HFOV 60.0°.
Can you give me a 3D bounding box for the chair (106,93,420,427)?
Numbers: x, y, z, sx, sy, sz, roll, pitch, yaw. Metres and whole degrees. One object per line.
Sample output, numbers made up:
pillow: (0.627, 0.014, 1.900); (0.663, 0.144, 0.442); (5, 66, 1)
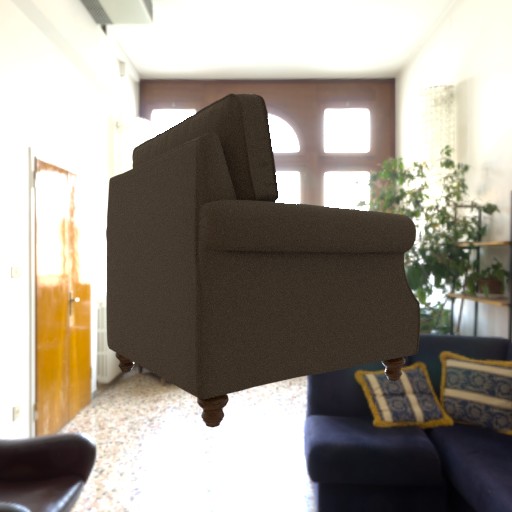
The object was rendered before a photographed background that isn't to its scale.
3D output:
chair: (0.000, 0.000, 1.783); (0.966, 0.967, 1.029); (0, 0, -35)
